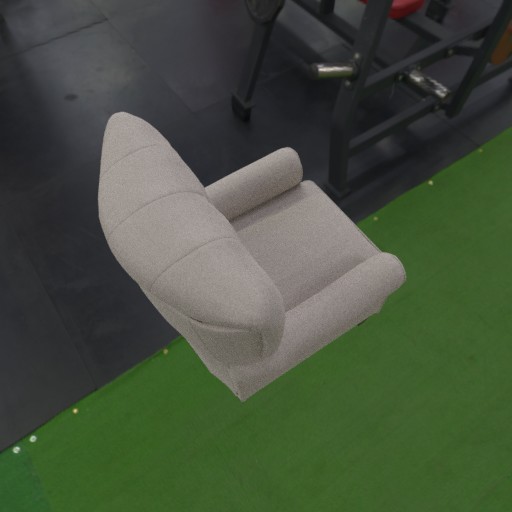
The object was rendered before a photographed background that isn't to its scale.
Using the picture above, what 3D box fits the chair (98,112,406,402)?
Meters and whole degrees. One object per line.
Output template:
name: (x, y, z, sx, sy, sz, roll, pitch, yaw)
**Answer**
chair: (0.000, 0.000, 1.883, 1.025, 1.209, 0.942, -29, 63, -16)
